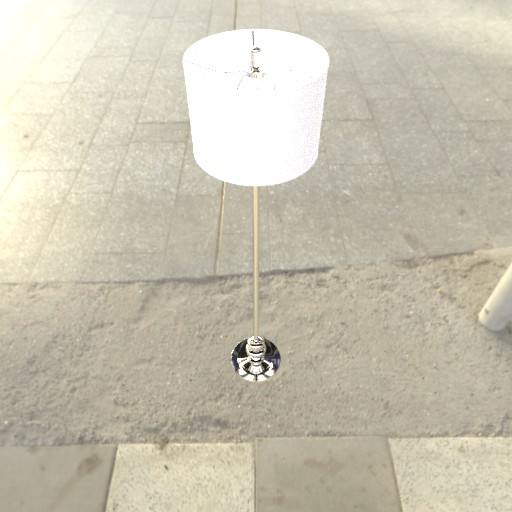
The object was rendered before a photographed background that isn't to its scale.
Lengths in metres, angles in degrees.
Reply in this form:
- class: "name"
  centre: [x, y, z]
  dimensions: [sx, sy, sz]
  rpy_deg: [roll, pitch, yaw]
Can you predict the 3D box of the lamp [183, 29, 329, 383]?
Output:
- class: "lamp"
  centre: [0.000, 0.000, 1.612]
  dimensions: [0.356, 1.487, 0.356]
  rpy_deg: [-2, 47, -2]
